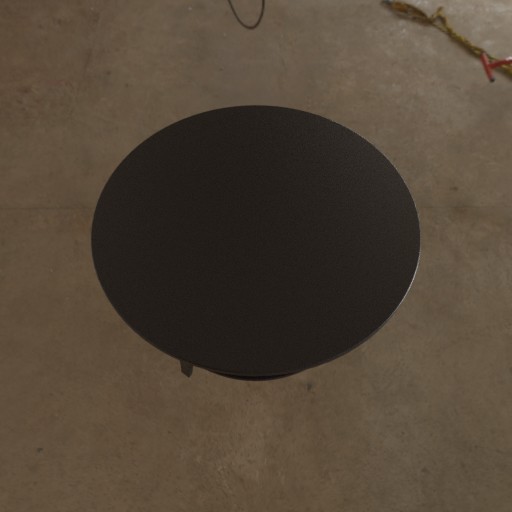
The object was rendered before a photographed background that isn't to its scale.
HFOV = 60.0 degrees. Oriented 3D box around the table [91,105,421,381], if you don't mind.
[{"bbox_3d":[0.000,0.000,1.442,0.914,0.457,0.914,0,58,0],"label":"table"}]
